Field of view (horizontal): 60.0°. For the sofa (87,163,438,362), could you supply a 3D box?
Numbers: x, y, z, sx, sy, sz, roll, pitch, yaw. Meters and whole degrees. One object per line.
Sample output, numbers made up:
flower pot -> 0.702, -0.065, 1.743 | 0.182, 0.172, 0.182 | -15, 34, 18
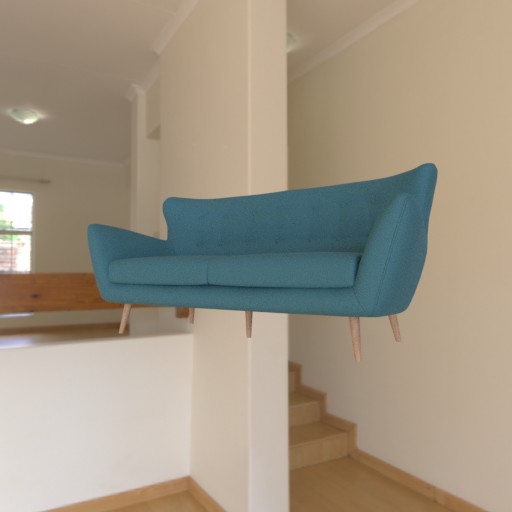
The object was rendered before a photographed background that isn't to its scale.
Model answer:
sofa -> 0.000, 0.000, 2.468 | 1.930, 0.890, 0.889 | -1, -3, 34
